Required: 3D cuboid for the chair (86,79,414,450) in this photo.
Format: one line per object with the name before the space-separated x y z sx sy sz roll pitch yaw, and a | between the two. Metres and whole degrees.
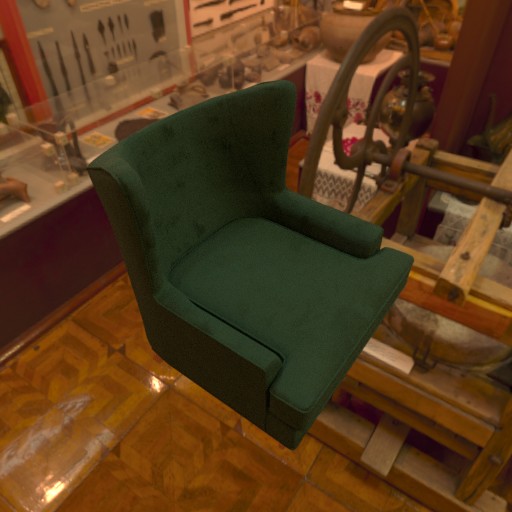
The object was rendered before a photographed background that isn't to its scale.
chair | 0.000 0.000 1.573 0.910 0.952 0.793 26 48 26
